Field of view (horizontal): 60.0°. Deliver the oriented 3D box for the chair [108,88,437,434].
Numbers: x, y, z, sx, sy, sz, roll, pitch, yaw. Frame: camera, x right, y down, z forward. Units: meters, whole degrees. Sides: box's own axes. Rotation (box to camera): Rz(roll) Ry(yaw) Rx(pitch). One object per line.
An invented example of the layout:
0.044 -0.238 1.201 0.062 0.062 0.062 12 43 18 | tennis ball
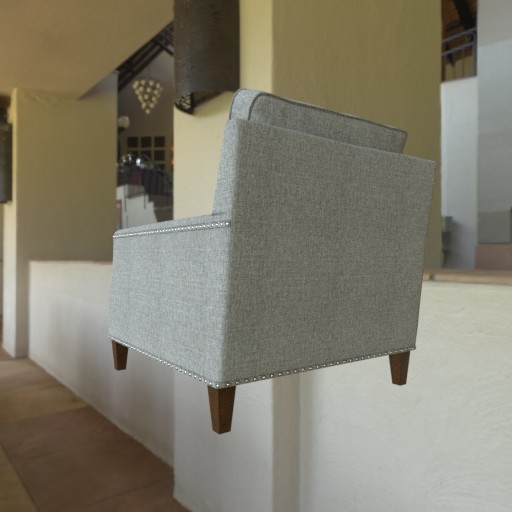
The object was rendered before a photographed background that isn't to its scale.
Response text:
0.000 0.000 1.715 0.853 0.943 1.014 0 0 -36 | chair
